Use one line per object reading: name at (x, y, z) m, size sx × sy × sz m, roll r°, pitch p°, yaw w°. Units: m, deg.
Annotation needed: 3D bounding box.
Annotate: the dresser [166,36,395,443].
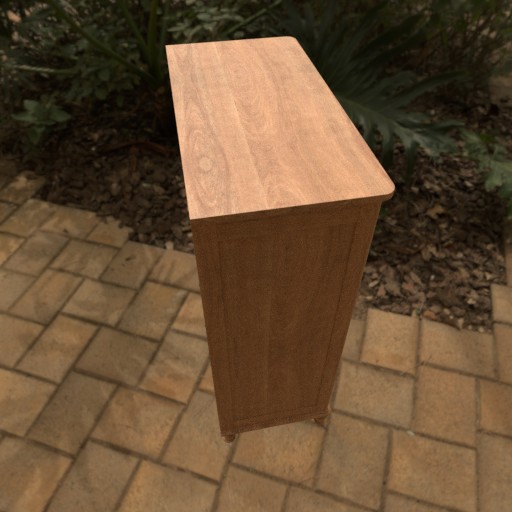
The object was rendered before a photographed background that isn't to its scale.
dresser at (0.000, 0.000, 1.793) m, size 0.484 × 1.318 × 0.973 m, roll -8°, pitch 47°, yaw -8°
